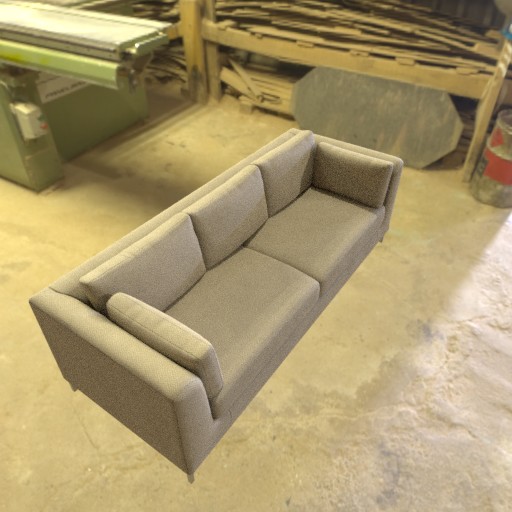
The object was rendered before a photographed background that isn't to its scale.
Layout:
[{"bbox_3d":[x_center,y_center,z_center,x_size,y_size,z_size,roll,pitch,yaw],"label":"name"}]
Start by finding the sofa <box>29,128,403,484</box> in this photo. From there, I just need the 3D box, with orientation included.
[{"bbox_3d":[0.000,0.000,2.851,0.969,0.867,2.415,24,45,26],"label":"sofa"}]
